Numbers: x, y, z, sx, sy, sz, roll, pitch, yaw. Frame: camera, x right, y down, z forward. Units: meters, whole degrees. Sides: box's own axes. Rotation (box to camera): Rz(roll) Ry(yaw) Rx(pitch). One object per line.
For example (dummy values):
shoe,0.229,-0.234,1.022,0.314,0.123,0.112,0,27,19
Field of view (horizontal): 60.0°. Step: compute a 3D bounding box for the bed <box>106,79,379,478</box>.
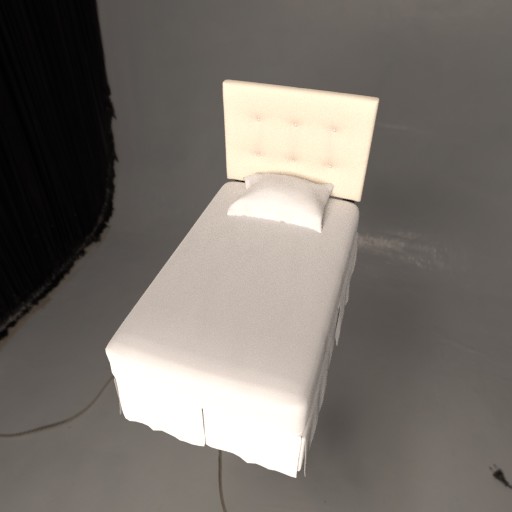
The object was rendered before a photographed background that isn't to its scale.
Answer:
bed,0.000,0.000,2.963,1.261,1.571,1.997,12,42,14
